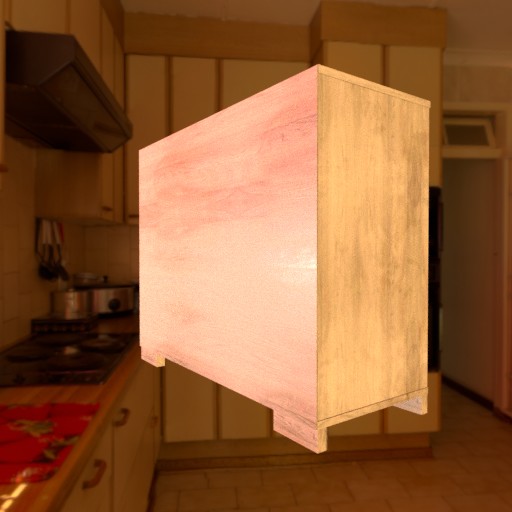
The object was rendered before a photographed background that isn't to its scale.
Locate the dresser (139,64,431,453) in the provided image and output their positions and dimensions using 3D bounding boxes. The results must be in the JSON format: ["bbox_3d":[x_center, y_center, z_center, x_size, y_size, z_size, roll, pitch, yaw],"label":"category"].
[{"bbox_3d":[0.000,0.000,1.445,0.404,0.816,0.994,-1,1,-36],"label":"dresser"}]
